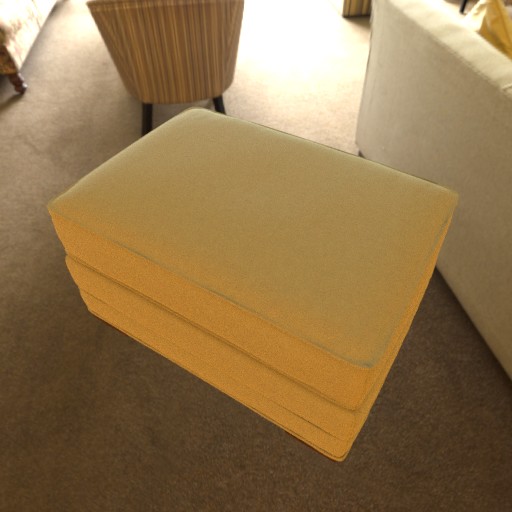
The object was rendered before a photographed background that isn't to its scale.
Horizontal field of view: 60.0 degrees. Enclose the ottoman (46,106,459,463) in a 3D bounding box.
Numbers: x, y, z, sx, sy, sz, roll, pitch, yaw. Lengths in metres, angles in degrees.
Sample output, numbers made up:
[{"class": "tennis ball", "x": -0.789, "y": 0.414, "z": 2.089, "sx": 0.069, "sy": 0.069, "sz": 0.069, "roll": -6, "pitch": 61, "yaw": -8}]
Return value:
[{"class": "ottoman", "x": 0.000, "y": 0.000, "z": 1.193, "sx": 0.848, "sy": 0.482, "sz": 0.611, "roll": 24, "pitch": 51, "yaw": 22}]
